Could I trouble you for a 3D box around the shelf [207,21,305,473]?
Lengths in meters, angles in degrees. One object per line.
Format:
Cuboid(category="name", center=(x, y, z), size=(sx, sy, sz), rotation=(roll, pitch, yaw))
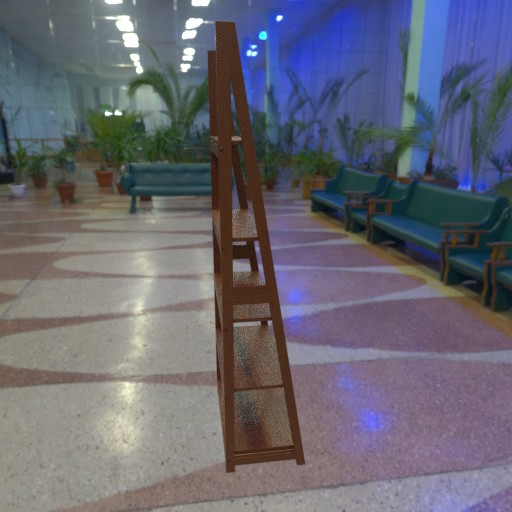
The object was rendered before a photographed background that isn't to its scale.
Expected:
Cuboid(category="shelf", center=(0.000, 0.000, 2.002), size=(0.356, 1.780, 0.630), rotation=(-2, 17, -8))
